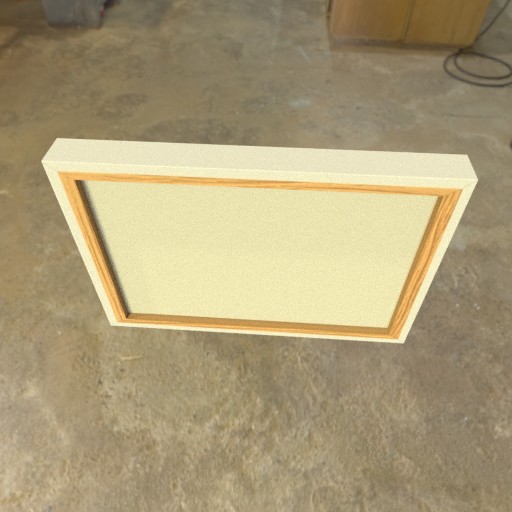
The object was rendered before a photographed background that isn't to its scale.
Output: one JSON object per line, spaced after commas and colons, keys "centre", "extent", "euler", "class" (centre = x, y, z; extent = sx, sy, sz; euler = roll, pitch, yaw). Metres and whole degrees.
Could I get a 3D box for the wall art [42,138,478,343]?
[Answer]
{"centre": [0.000, 0.000, 0.493], "extent": [0.381, 0.259, 0.038], "euler": [3, 47, 3], "class": "wall art"}
